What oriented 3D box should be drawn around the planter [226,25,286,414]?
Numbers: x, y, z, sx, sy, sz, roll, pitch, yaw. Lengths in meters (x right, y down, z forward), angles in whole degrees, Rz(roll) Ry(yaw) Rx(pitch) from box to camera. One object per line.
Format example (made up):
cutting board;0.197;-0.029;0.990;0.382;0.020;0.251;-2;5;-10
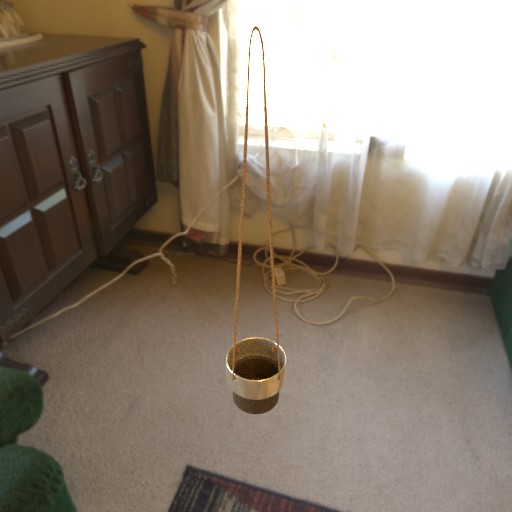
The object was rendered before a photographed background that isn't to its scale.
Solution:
planter;0.000;0.000;1.160;0.187;1.073;0.187;-1;32;-1
